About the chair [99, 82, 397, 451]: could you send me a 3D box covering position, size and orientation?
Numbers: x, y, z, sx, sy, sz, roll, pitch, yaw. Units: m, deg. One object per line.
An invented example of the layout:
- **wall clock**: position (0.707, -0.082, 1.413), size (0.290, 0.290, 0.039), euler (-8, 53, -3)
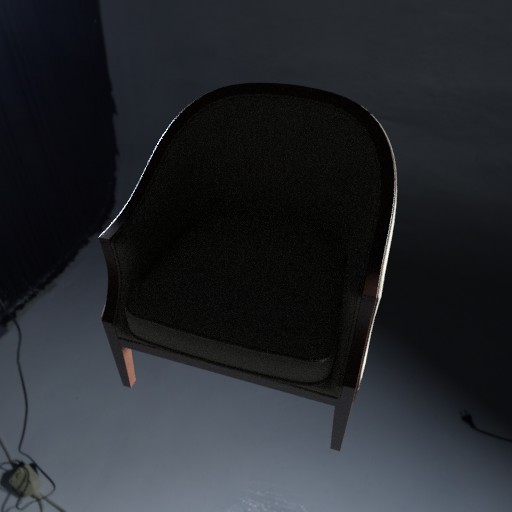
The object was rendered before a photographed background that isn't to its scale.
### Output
- **chair**: position (0.000, 0.000, 1.445), size (0.803, 0.876, 0.735), euler (12, 41, 14)
